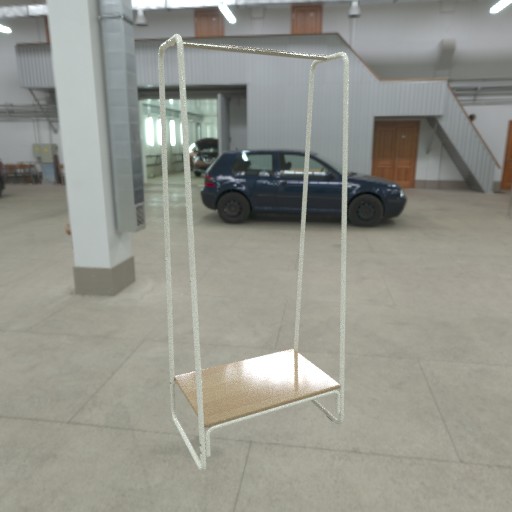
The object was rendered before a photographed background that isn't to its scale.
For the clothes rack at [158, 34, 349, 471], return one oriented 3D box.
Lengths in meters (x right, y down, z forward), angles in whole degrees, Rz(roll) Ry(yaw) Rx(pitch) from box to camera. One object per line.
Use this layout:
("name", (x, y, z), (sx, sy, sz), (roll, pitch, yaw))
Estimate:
("clothes rack", (0.000, 0.000, 1.737), (0.640, 1.500, 0.400), (-7, 16, -26))
